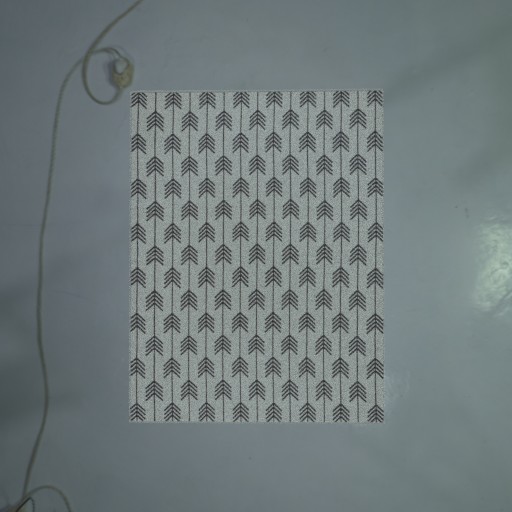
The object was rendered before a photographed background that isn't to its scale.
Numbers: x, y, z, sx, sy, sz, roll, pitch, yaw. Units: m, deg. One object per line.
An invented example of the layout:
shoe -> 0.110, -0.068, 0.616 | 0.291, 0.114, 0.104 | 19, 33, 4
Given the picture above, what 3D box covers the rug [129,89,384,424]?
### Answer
rug -> 0.000, 0.000, 4.065 | 2.330, 0.010, 3.061 | 0, 89, 1
